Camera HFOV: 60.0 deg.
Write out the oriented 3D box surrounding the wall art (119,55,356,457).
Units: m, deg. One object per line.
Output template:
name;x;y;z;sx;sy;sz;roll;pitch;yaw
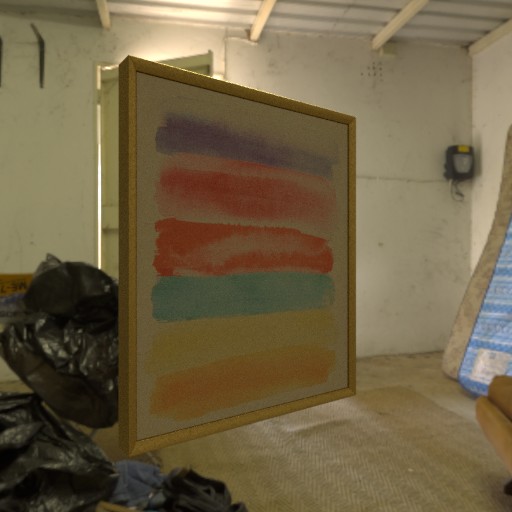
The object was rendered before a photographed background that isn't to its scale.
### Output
wall art;0.000;0.000;0.883;0.537;0.642;0.048;0;0;-36
